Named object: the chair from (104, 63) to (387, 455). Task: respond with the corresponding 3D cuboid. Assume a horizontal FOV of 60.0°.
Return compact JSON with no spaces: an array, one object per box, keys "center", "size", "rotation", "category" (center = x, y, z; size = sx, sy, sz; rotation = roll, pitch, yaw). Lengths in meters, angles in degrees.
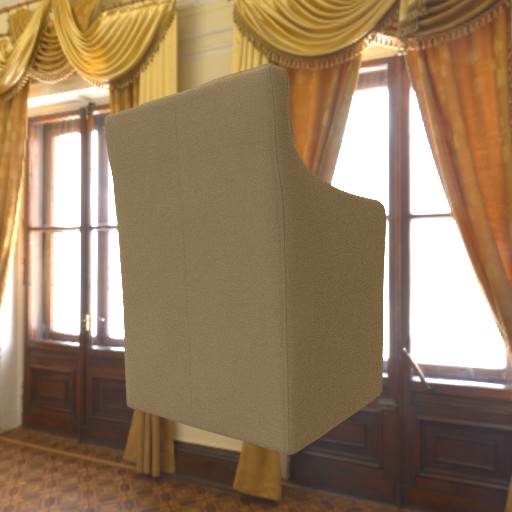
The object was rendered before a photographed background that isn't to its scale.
[{"center":[0.000,0.000,1.371],"size":[0.626,0.914,0.694],"rotation":[0,-1,36],"category":"chair"}]
